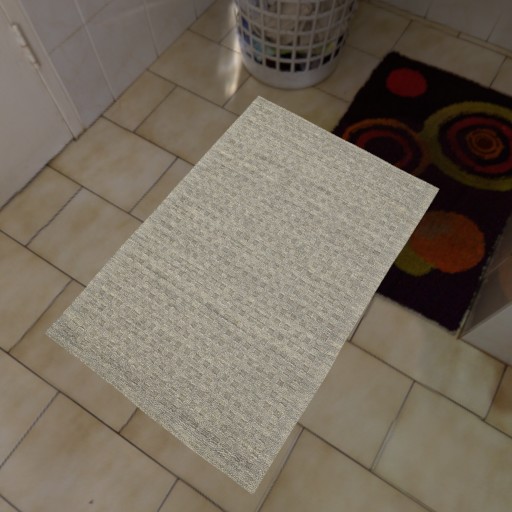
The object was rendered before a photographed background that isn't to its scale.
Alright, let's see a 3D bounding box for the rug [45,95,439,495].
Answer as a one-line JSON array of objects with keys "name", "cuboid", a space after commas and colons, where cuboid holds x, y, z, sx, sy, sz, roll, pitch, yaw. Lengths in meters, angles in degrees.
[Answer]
[{"name": "rug", "cuboid": [0.000, 0.000, 2.885, 1.532, 0.018, 2.297, 32, 69, 14]}]
